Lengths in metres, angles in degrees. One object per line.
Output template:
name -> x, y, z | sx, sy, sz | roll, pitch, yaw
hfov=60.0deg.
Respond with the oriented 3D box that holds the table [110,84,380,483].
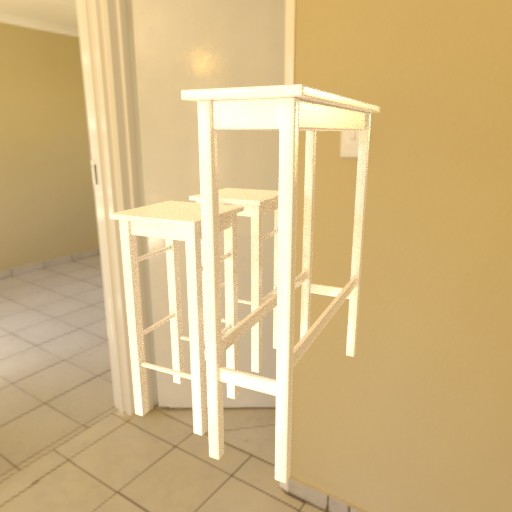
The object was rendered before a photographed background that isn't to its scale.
table -> 0.000, 0.000, 1.618 | 0.650, 1.065, 0.915 | 7, 17, 24
